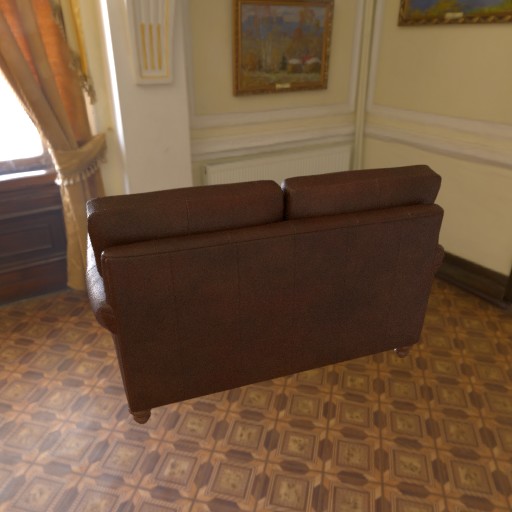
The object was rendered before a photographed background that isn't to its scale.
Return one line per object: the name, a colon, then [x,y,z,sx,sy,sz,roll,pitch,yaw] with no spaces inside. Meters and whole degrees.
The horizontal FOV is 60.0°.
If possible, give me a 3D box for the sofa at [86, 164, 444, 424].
sofa: [0.000,0.000,2.262,1.616,0.976,0.990,-9,27,-17]
